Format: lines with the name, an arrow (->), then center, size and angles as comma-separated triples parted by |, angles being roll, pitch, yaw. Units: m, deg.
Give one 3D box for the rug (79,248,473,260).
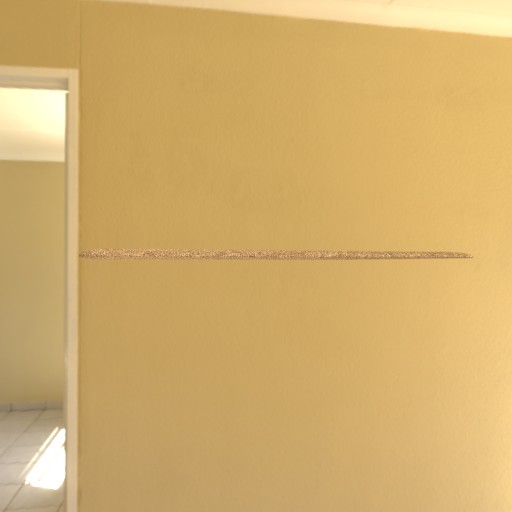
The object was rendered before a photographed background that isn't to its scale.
rug -> 0.000, 0.000, 3.981 | 2.873, 0.050, 2.242 | 0, -1, -19
